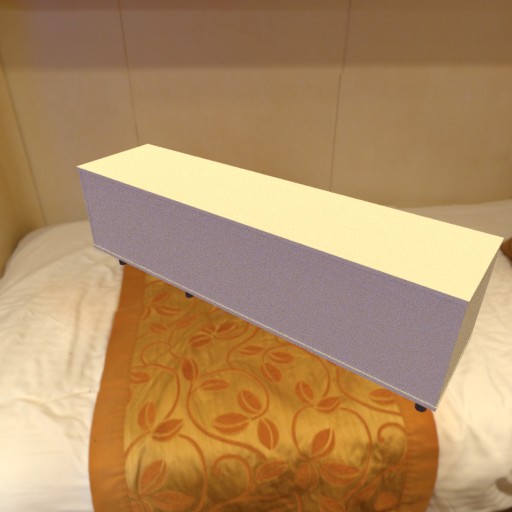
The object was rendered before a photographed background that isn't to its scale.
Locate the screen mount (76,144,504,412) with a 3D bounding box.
[{"bbox_3d":[0.000,0.000,1.762,1.600,0.520,0.418,21,37,31],"label":"screen mount"}]
